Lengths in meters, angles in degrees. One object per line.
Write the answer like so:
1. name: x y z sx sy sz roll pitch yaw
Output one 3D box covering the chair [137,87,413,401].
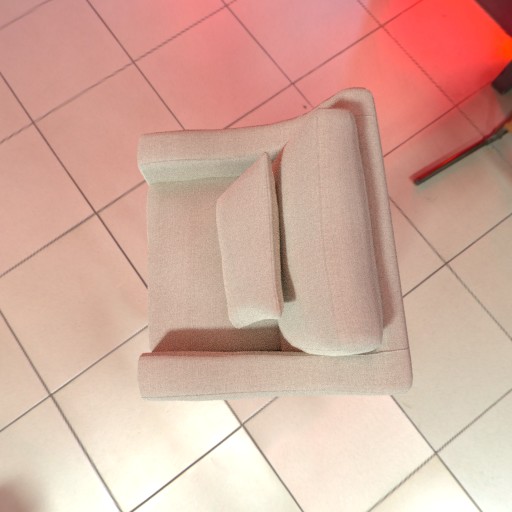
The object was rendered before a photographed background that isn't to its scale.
1. chair: 0.000 0.000 1.945 1.009 1.016 1.178 -4 77 -1
